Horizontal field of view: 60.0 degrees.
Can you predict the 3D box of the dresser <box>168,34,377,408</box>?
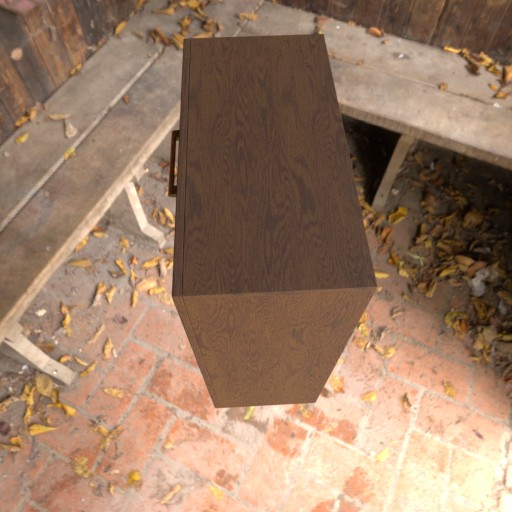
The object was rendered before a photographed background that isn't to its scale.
[{"bbox_3d":[0.000,0.000,1.836,0.516,1.320,0.964,-3,60,-2],"label":"dresser"}]
